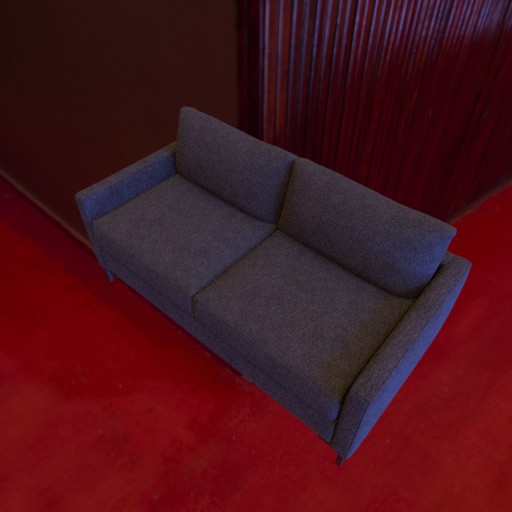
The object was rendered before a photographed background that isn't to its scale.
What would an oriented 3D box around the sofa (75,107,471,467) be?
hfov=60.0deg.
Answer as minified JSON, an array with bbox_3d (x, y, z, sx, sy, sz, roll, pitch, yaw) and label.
[{"bbox_3d":[0.000,0.000,2.166,1.716,0.862,0.866,31,53,27],"label":"sofa"}]
